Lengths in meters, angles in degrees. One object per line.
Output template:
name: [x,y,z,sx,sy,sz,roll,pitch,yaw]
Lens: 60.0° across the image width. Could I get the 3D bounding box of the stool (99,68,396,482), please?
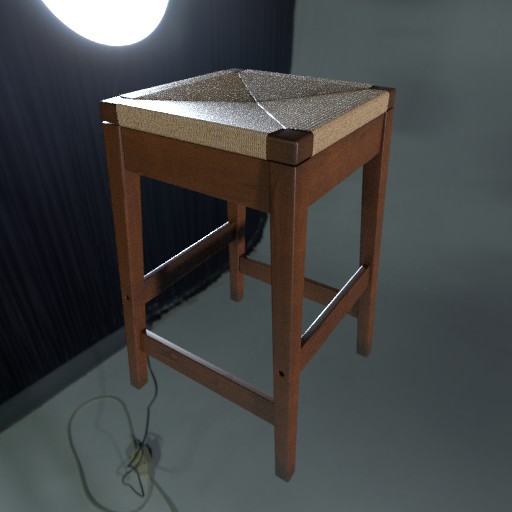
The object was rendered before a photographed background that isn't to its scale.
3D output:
stool: [0.000,0.000,1.081,0.507,0.762,0.497,20,37,28]
